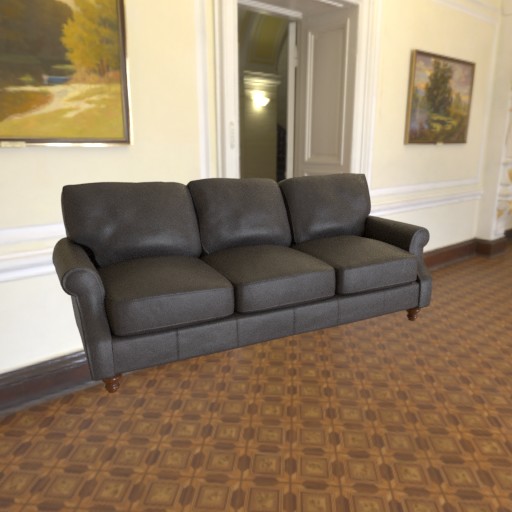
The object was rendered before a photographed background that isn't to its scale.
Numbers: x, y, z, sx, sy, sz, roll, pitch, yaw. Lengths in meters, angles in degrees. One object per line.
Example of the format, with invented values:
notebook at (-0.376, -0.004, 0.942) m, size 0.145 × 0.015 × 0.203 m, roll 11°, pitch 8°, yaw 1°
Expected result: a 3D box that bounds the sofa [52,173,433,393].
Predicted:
sofa at (0.000, 0.000, 2.878) m, size 2.387 × 0.977 × 0.974 m, roll -7°, pitch 16°, yaw -26°
